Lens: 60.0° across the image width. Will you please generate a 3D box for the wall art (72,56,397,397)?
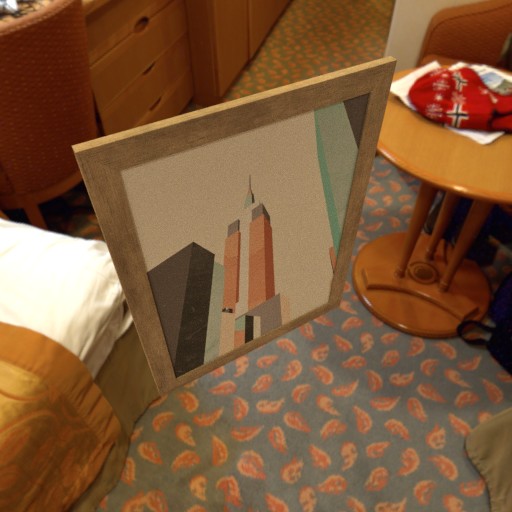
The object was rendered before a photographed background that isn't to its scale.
[{"bbox_3d":[0.000,0.000,0.902,0.534,0.686,0.018,-23,51,-20],"label":"wall art"}]
